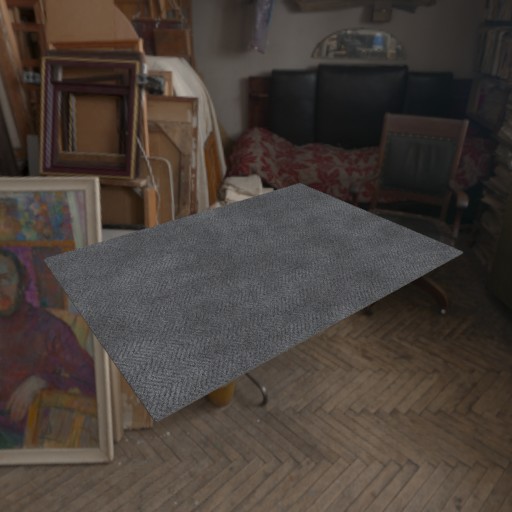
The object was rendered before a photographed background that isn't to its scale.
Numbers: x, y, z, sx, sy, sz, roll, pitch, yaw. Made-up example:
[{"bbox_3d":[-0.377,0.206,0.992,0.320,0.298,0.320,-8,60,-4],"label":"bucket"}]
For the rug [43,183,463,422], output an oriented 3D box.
[{"bbox_3d":[0.000,0.000,2.894,2.235,0.008,1.600,-21,36,-32],"label":"rug"}]
